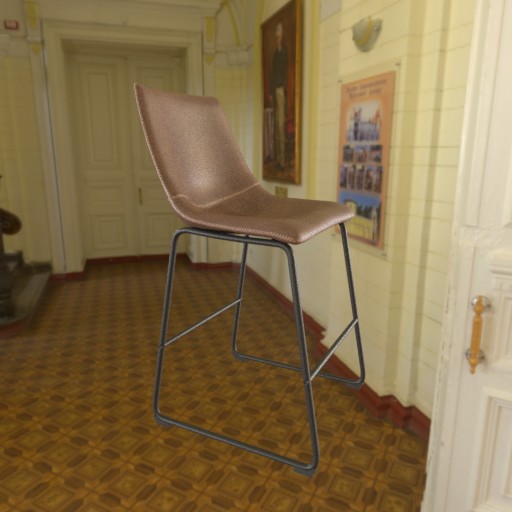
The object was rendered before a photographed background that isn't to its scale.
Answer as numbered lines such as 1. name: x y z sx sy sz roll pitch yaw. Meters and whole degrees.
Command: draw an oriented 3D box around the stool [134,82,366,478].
1. stool: 0.000 0.000 1.225 0.550 0.890 0.460 7 15 26
